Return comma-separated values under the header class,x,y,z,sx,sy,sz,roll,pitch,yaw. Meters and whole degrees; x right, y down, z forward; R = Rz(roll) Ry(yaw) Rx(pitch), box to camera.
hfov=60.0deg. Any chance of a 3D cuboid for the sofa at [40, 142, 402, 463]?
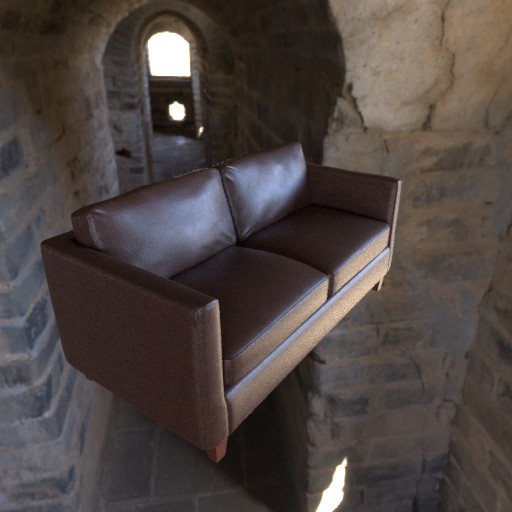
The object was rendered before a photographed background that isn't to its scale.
class,x,y,z,sx,sy,sz,roll,pitch,yaw
sofa,0.000,0.000,2.419,0.951,0.933,1.883,17,31,32
